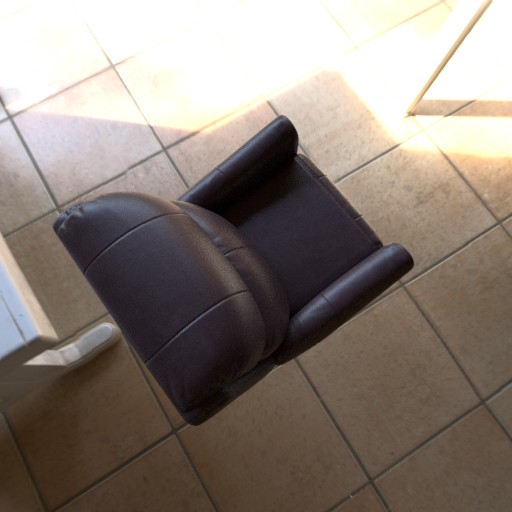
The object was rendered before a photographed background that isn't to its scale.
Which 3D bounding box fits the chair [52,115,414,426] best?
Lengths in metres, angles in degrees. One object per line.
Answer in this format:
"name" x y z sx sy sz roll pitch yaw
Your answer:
"chair" 0.000 0.000 1.760 1.014 1.054 0.838 -37 78 -9
